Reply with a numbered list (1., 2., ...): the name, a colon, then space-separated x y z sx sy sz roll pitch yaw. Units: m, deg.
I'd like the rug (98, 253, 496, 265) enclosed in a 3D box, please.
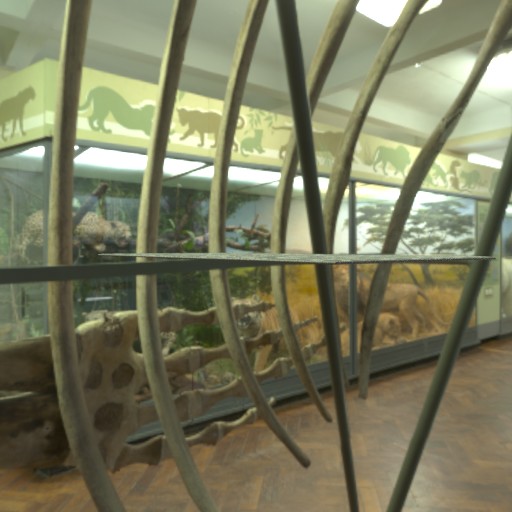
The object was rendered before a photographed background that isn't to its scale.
1. rug: 0.000 0.000 1.426 0.604 0.007 1.219 -1 1 -38
